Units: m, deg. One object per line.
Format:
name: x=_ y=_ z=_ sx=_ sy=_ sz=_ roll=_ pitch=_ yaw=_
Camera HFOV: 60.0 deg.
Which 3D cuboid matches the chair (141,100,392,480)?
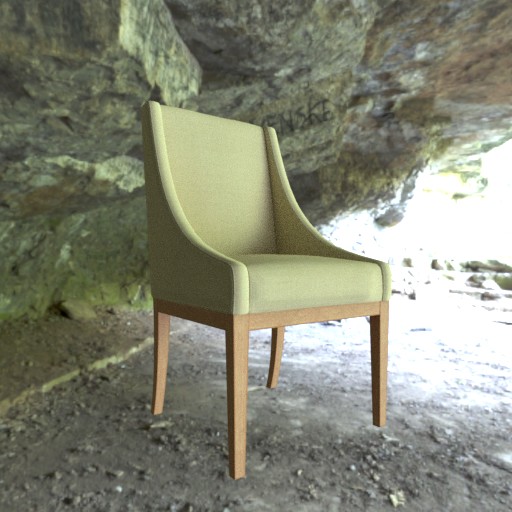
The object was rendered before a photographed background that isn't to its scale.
chair: x=0.000 y=0.000 z=1.404 sx=0.575 sy=1.021 sz=0.611 roll=0 pitch=0 yaw=-37
